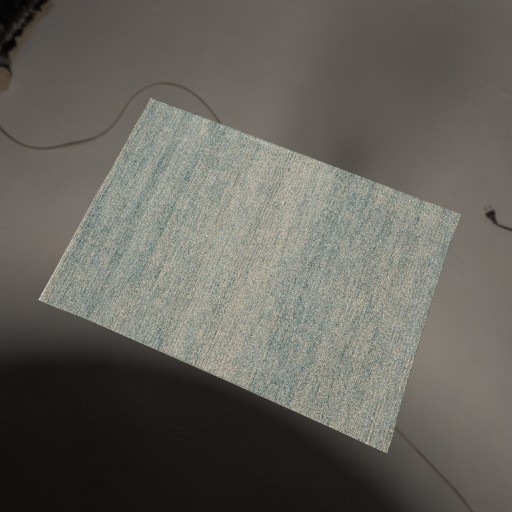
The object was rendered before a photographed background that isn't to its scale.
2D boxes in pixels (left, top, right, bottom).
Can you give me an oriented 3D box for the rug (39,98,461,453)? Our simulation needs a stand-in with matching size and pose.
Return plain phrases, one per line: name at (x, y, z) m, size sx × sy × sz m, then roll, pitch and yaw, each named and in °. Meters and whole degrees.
rug at (0.000, 0.000, 5.050) m, size 4.078 × 0.052 × 2.802 m, roll 22°, pitch 76°, yaw 6°
